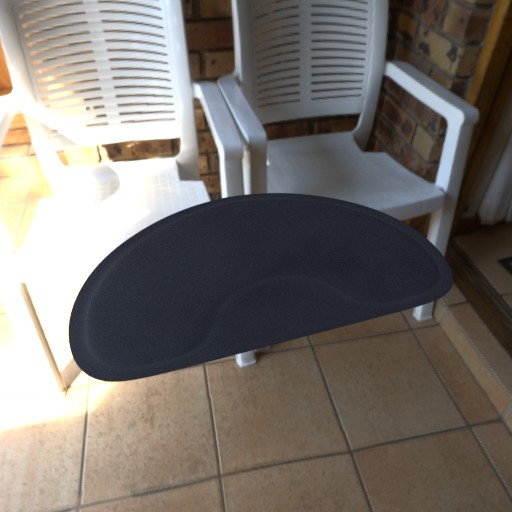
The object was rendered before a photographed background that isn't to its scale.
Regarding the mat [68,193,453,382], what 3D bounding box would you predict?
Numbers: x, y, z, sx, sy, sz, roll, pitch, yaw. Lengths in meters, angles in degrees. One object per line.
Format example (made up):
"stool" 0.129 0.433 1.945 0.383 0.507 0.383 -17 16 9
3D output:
"mat" 0.000 0.000 1.884 1.524 0.013 0.913 -12 44 -13
